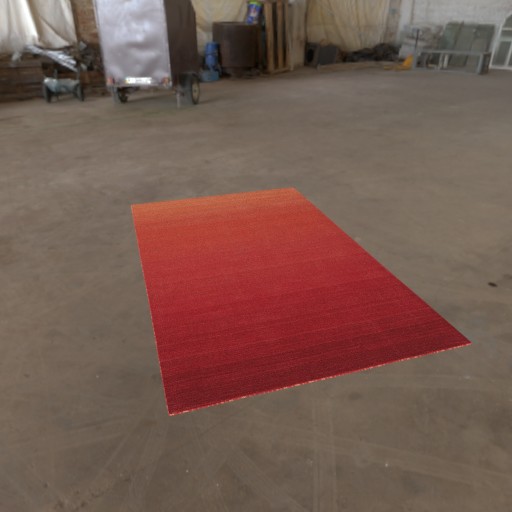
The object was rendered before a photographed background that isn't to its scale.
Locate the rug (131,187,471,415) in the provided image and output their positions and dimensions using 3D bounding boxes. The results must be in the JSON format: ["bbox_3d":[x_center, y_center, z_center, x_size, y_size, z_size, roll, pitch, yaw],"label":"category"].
[{"bbox_3d":[0.000,0.000,3.065,1.531,0.010,2.442,-9,30,-15],"label":"rug"}]
